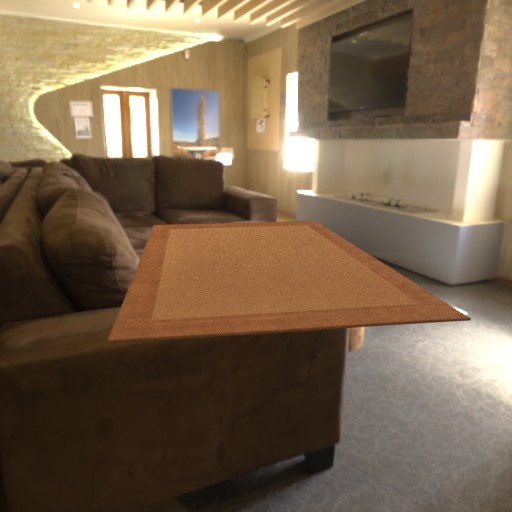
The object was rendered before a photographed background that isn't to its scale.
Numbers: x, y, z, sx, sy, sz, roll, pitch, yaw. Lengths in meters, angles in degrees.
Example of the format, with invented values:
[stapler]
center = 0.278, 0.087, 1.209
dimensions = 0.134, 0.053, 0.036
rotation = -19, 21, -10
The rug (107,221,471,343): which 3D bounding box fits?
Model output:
[rug]
center = 0.000, 0.000, 2.980
dimensions = 1.524, 0.014, 2.438
rotation = -2, 15, -8
